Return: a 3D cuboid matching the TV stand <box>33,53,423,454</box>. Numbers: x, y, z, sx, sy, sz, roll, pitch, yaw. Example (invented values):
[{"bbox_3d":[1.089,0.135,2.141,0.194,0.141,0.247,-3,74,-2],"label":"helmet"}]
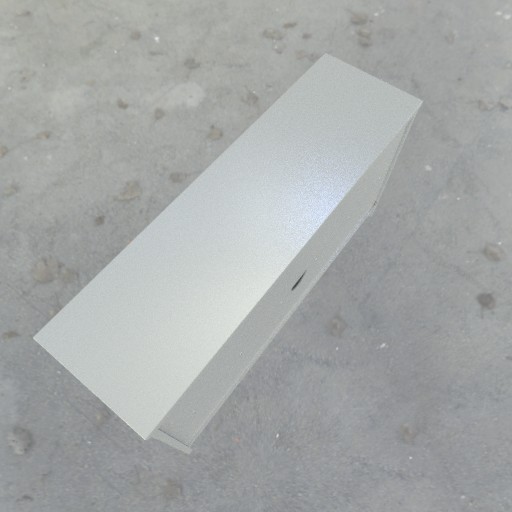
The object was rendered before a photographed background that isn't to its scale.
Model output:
[{"bbox_3d":[0.000,0.000,1.407,0.344,0.603,1.167,34,68,16],"label":"TV stand"}]
